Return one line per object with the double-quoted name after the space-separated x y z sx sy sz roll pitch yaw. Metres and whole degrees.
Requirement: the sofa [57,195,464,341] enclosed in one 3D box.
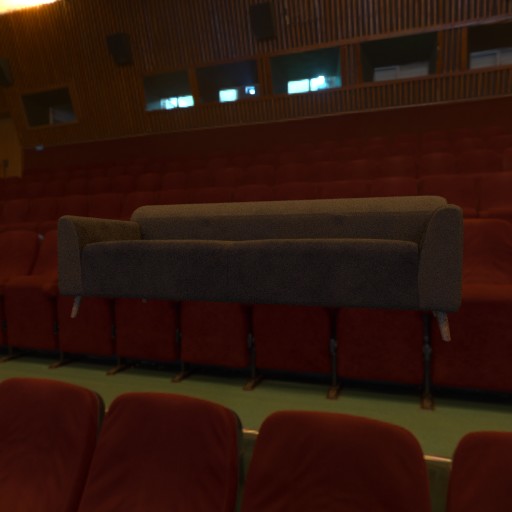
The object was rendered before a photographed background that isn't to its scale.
0.000 0.000 2.677 2.190 0.740 0.900 0 1 19 "sofa"
